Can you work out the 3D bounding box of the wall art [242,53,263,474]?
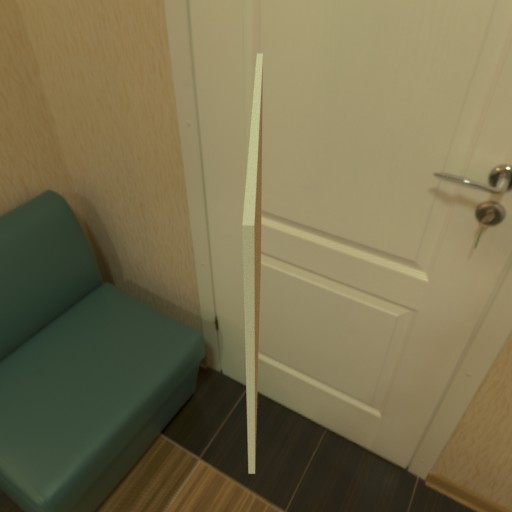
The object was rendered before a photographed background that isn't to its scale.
[{"bbox_3d":[0.000,0.000,0.830,0.012,0.557,0.557,1,41,1],"label":"wall art"}]
